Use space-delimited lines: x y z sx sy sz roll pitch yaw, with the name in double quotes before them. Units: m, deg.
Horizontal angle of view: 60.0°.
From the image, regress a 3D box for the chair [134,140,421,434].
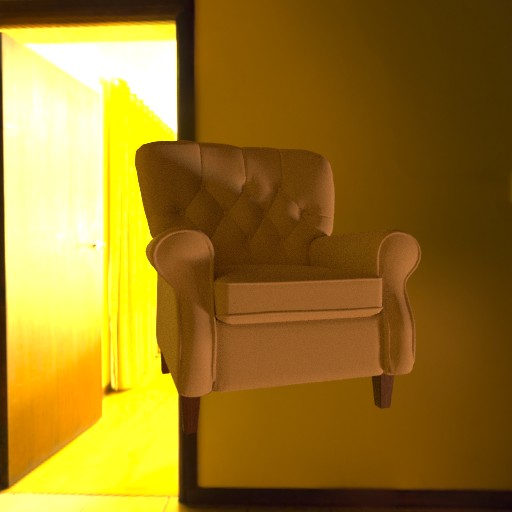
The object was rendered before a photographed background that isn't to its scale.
"chair" 0.000 0.000 2.008 1.035 1.169 1.132 -1 2 -18
